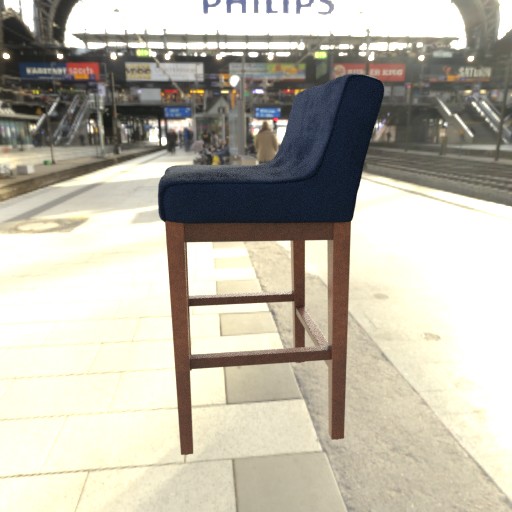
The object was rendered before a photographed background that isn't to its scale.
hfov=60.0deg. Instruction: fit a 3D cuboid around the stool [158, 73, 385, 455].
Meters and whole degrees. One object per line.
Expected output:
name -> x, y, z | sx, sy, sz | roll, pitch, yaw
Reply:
stool -> 0.000, 0.000, 1.288 | 0.516, 0.945, 0.511 | -2, 16, -8
